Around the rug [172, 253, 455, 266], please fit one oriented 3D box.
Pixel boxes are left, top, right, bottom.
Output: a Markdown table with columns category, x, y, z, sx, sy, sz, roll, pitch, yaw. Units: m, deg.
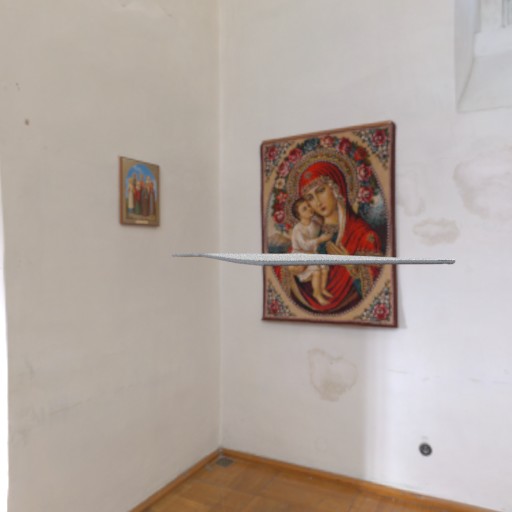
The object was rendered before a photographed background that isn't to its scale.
| category | x | y | z | sx | sy | sz | roll | pitch | yaw |
| --- | --- | --- | --- | --- | --- | --- | --- | --- | --- |
| rug | 0.000 | 0.000 | 2.487 | 0.675 | 0.037 | 2.341 | 0 | 1 | -17 |
